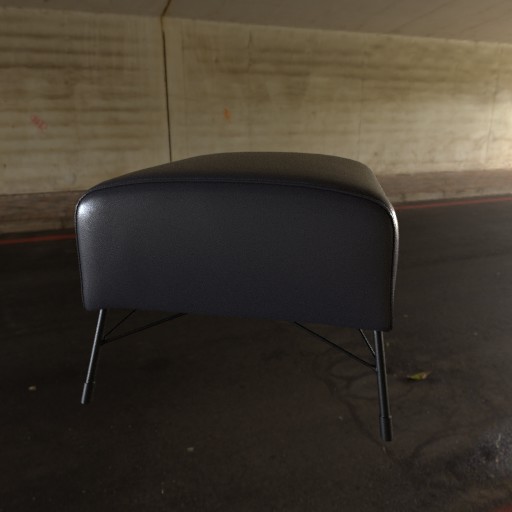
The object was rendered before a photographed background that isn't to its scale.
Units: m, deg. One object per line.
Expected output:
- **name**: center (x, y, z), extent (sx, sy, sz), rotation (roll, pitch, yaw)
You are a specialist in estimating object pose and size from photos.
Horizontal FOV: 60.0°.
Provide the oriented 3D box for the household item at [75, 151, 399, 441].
- **household item**: center (0.000, 0.000, 0.917), extent (0.530, 0.410, 0.530), rotation (3, 17, 10)
